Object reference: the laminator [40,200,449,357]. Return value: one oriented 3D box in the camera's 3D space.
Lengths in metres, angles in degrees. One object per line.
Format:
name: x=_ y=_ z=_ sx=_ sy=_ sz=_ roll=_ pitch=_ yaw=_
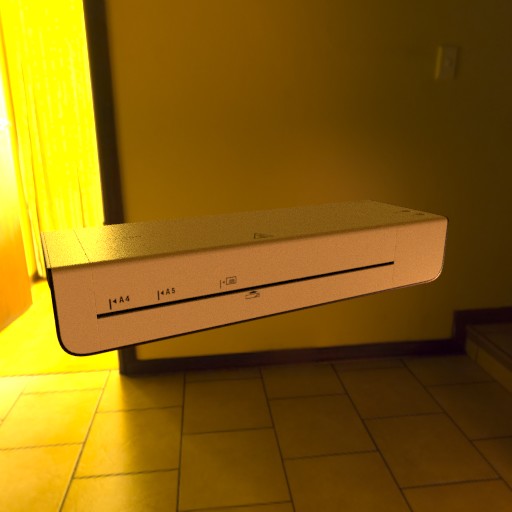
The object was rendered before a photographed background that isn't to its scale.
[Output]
laminator: x=0.000 y=0.000 z=0.397 sx=0.340 sy=0.062 sz=0.123 roll=-8 pitch=19 yaw=-26
